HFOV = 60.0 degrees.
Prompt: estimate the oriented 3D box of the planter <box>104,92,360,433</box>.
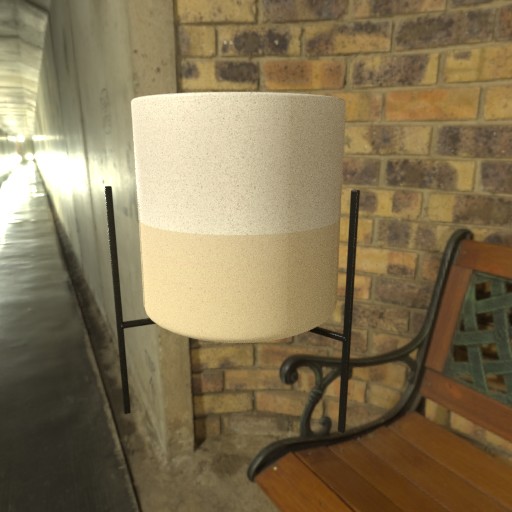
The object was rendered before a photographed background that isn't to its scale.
[{"bbox_3d":[0.000,0.000,0.550,0.267,0.362,0.263,7,17,25],"label":"planter"}]
